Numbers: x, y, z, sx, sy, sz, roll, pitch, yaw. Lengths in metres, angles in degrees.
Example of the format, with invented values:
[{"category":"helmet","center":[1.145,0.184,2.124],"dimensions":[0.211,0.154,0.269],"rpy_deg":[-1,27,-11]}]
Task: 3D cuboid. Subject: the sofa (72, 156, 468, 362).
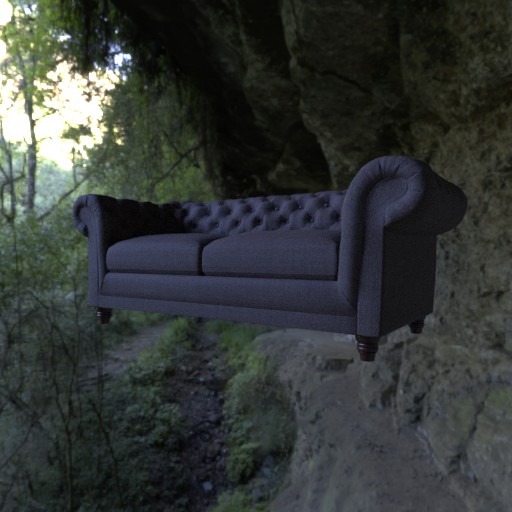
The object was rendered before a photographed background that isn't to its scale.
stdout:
[{"category":"sofa","center":[0.000,0.000,2.444],"dimensions":[2.048,0.780,0.944],"rpy_deg":[0,0,34]}]
